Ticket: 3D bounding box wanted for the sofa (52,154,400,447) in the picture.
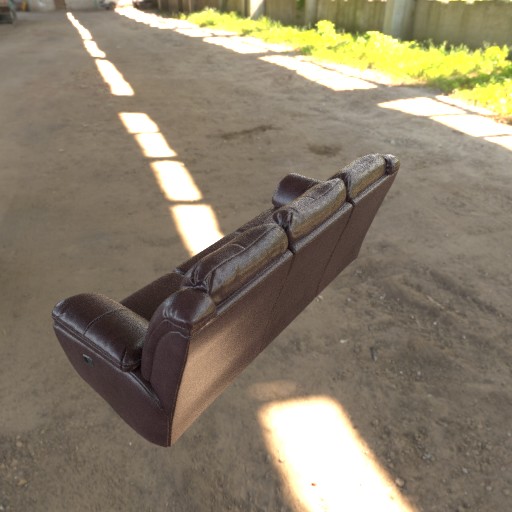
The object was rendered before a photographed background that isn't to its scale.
[{"bbox_3d":[0.000,0.000,2.837,0.991,1.043,2.337,20,37,30],"label":"sofa"}]
